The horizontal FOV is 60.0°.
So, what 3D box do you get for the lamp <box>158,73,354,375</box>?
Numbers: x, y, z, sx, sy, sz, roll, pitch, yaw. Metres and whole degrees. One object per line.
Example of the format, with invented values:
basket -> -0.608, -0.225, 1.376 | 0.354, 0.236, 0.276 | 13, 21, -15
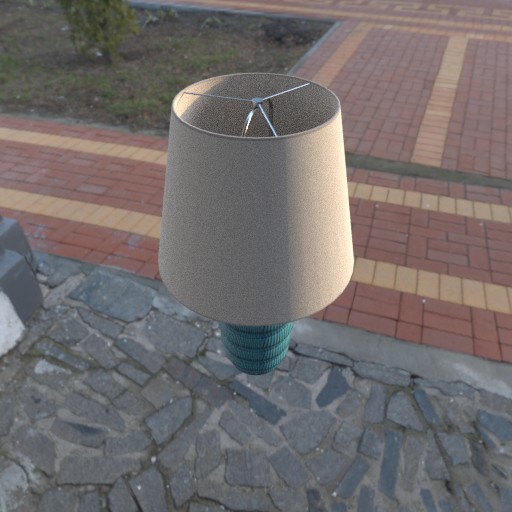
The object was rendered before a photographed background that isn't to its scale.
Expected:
lamp -> 0.000, 0.000, 0.821 | 0.355, 0.582, 0.355 | 0, 41, 0
